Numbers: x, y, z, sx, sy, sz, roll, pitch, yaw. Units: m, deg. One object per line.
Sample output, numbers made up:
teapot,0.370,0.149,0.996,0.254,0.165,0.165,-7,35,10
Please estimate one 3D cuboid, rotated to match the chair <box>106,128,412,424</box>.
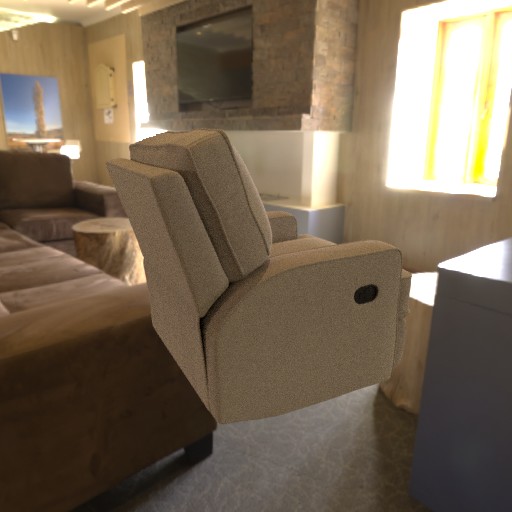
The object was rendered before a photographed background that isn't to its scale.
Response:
chair,0.000,0.000,1.746,0.969,0.964,0.861,-8,17,-26
